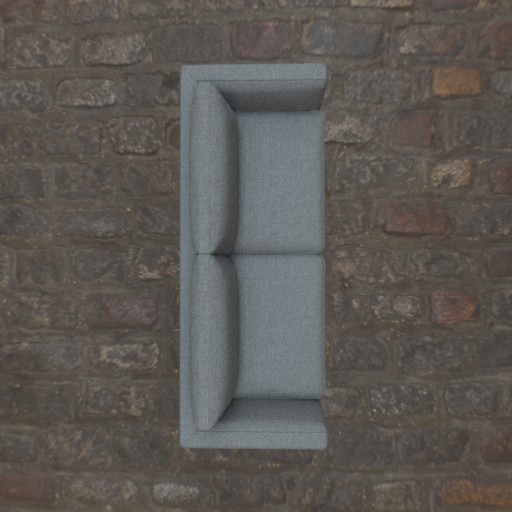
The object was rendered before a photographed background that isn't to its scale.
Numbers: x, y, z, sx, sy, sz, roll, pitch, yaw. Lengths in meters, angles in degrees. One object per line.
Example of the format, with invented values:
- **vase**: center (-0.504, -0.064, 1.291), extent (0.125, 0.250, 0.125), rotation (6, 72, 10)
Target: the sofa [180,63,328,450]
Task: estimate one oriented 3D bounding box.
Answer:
- **sofa**: center (0.000, 0.000, 2.778), extent (0.869, 1.002, 2.212), rotation (0, 89, 1)
